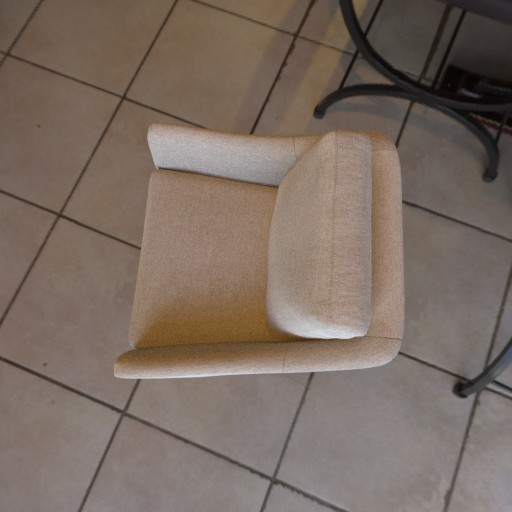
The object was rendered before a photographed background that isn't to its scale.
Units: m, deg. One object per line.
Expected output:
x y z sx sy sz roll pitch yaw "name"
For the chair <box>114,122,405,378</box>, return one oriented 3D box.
0.000 0.000 1.755 0.961 0.902 0.986 4 75 1 "chair"
